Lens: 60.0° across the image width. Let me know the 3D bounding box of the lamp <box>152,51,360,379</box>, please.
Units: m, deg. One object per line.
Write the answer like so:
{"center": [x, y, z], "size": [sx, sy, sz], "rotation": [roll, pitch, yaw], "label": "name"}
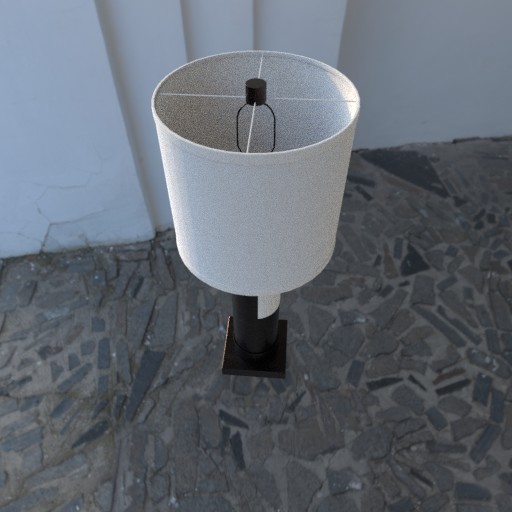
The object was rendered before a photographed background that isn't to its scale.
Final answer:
{"center": [0.000, 0.000, 0.628], "size": [0.211, 0.509, 0.211], "rotation": [3, 48, 3], "label": "lamp"}
